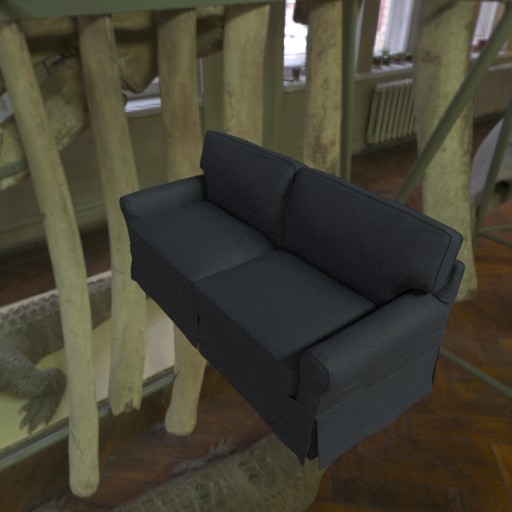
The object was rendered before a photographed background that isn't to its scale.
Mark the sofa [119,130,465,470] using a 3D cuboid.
[{"bbox_3d":[0.000,0.000,2.853,0.983,1.094,2.256,-22,38,-31],"label":"sofa"}]
